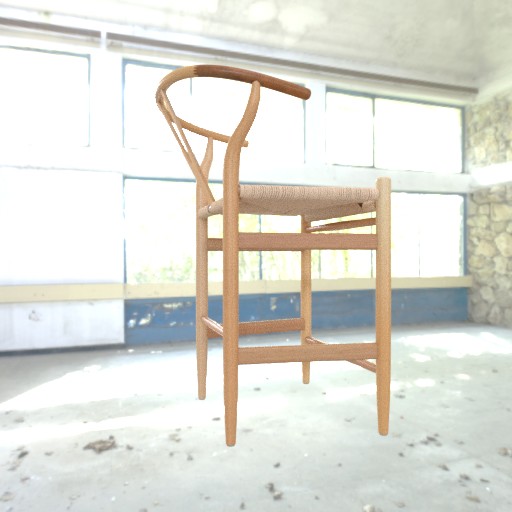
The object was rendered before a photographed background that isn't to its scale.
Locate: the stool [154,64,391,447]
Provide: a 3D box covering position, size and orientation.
[{"bbox_3d":[0.000,0.000,1.292,0.575,0.923,0.536,0,0,-18],"label":"stool"}]
